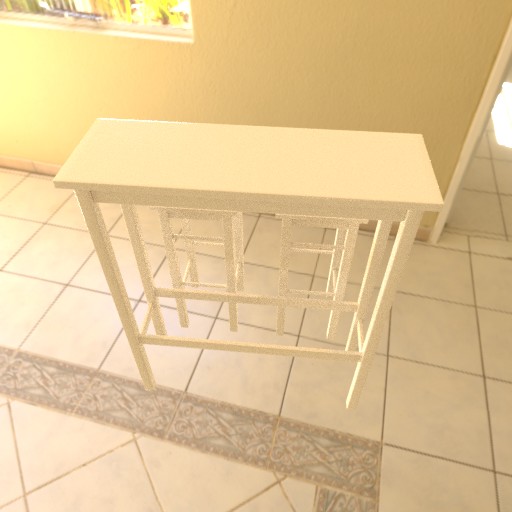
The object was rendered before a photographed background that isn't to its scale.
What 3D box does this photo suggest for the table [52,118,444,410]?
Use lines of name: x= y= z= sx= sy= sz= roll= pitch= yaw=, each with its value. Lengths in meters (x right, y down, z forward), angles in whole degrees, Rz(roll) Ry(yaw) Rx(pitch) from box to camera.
table: x=0.000 y=0.000 z=1.631 sx=0.915 sy=1.065 sz=0.650 roll=4 pitch=45 yaw=4
